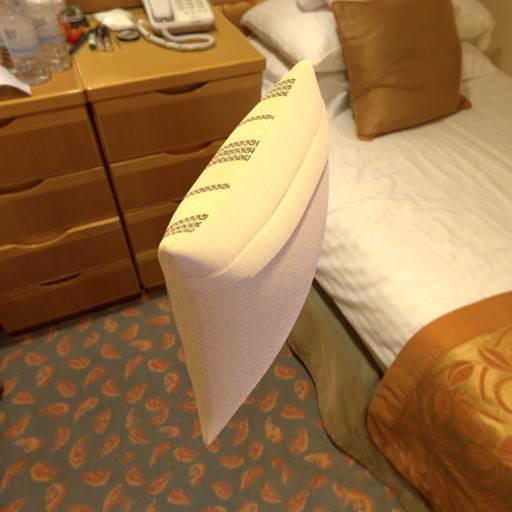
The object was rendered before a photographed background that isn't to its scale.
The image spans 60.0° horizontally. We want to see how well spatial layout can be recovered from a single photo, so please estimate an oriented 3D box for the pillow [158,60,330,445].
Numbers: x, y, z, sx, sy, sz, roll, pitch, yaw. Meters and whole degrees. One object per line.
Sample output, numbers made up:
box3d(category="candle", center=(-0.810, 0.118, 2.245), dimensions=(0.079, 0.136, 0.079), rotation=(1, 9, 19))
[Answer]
box3d(category="pillow", center=(0.000, 0.000, 0.633), dimensions=(0.173, 0.406, 0.405), rotation=(15, 48, 14))
